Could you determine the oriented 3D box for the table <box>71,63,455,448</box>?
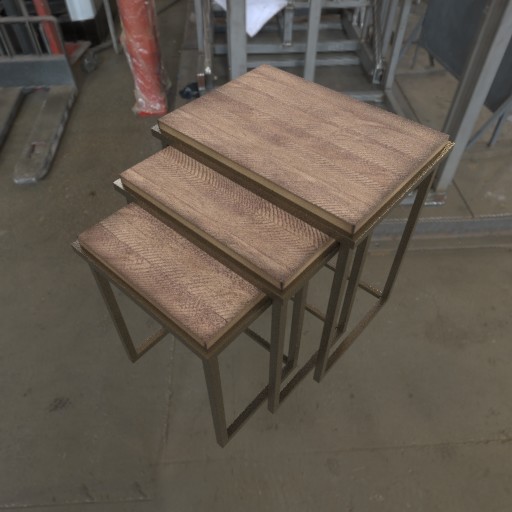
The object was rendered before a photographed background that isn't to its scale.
[{"bbox_3d":[0.000,0.000,1.142,0.559,0.610,0.706,33,56,26],"label":"table"}]
